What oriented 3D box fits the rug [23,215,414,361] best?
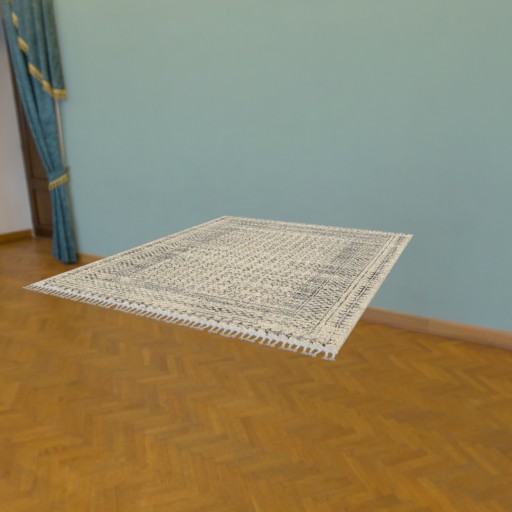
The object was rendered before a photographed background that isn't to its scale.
[{"bbox_3d":[0.000,0.000,3.934,2.312,0.013,2.940,8,18,25],"label":"rug"}]
